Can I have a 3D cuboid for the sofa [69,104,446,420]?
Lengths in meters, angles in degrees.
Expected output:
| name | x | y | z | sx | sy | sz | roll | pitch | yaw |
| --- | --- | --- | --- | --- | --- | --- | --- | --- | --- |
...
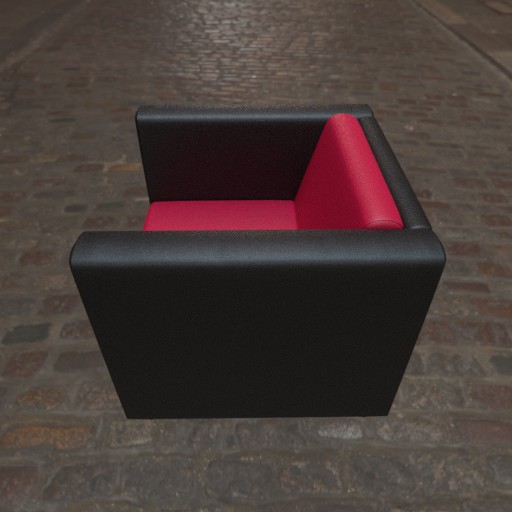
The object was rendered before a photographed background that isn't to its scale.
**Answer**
| name | x | y | z | sx | sy | sz | roll | pitch | yaw |
| --- | --- | --- | --- | --- | --- | --- | --- | --- | --- |
| sofa | 0.000 | 0.000 | 1.449 | 0.809 | 0.724 | 0.839 | 0 | 41 | -1 |
